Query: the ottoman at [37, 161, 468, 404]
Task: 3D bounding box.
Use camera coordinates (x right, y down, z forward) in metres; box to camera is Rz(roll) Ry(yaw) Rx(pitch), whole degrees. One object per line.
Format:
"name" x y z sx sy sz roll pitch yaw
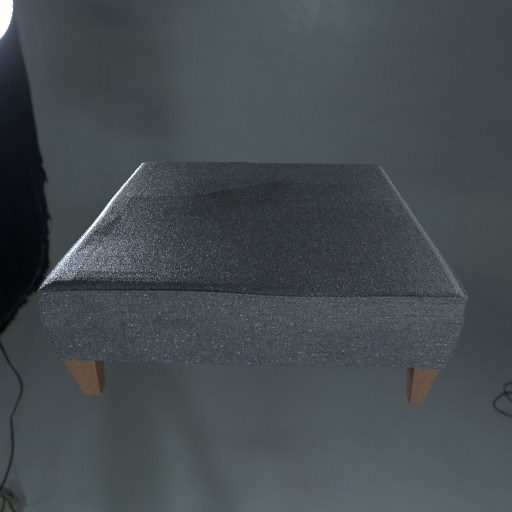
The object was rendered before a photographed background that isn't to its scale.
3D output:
"ottoman" 0.000 0.000 1.505 1.004 0.382 0.968 1 30 2
